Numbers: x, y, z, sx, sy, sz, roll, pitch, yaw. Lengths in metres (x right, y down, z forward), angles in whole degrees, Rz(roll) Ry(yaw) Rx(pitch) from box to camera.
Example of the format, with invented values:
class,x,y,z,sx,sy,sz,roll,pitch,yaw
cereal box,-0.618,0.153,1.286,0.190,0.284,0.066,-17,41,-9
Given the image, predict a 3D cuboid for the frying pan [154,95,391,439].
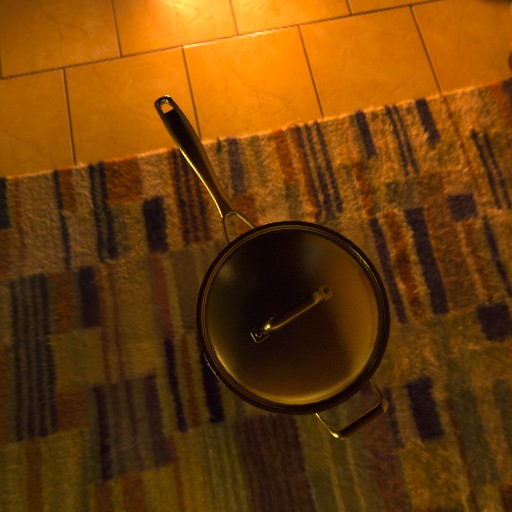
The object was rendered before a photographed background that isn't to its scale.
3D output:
class,x,y,z,sx,sy,sz,roll,pitch,yaw
frying pan,0.000,0.000,0.665,0.280,0.114,0.561,-31,78,-7
